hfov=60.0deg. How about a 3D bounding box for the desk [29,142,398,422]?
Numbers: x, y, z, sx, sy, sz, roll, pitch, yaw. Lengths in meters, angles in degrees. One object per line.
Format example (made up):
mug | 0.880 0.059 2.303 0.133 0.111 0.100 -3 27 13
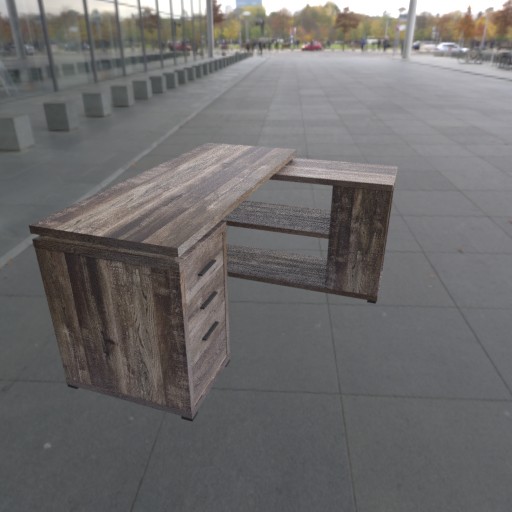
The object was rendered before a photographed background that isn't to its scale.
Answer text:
desk | 0.000 0.000 2.227 1.200 0.753 1.524 9 27 17
